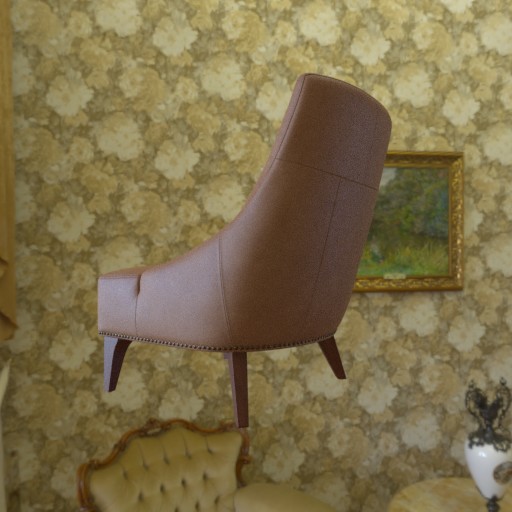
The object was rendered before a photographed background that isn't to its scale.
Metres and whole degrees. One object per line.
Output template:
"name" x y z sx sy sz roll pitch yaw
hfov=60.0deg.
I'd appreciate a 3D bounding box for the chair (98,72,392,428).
"chair" 0.000 0.000 1.512 0.861 0.909 0.701 -1 -1 36
